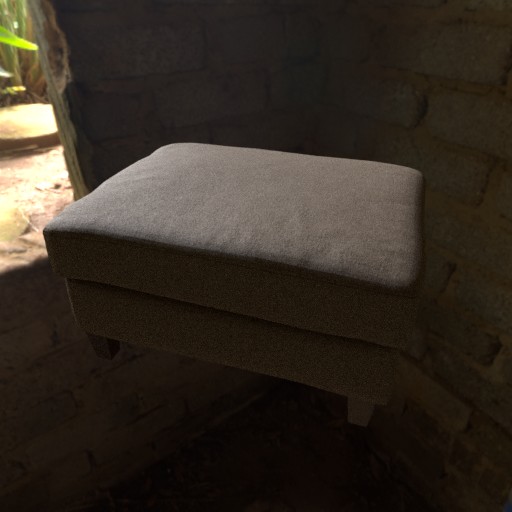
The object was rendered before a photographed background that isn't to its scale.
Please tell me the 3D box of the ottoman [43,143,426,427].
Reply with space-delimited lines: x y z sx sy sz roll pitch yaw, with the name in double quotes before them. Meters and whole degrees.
"ottoman" 0.000 0.000 1.314 0.889 0.511 0.692 10 33 15
